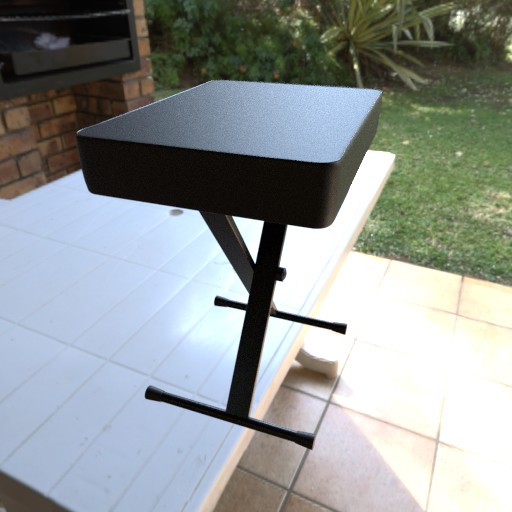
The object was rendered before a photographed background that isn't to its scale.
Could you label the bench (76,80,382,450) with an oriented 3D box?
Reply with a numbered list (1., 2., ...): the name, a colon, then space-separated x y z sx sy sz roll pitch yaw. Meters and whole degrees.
1. bench: 0.000 0.000 0.771 0.321 0.500 0.424 10 32 17
